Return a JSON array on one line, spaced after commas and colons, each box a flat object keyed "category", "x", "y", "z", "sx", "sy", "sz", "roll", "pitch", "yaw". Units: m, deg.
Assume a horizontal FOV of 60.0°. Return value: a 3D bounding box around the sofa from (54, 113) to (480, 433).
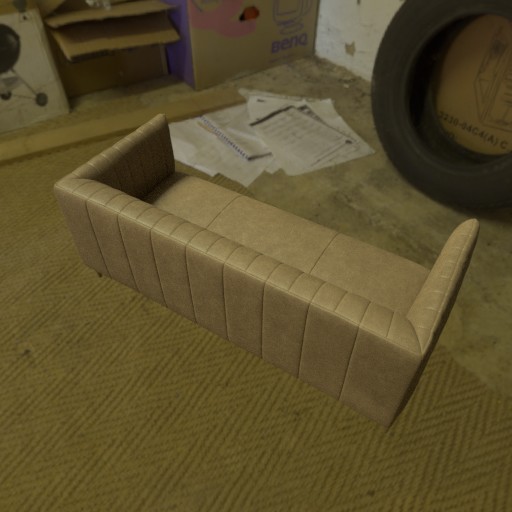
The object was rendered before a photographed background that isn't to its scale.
[{"category": "sofa", "x": 0.000, "y": 0.000, "z": 2.405, "sx": 1.980, "sy": 0.779, "sz": 0.876, "roll": 24, "pitch": 51, "yaw": 21}]
